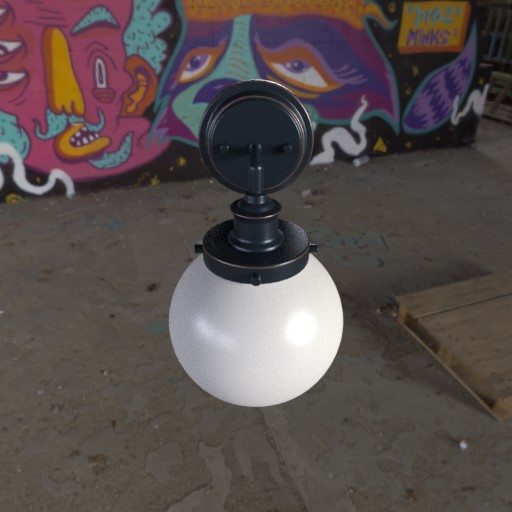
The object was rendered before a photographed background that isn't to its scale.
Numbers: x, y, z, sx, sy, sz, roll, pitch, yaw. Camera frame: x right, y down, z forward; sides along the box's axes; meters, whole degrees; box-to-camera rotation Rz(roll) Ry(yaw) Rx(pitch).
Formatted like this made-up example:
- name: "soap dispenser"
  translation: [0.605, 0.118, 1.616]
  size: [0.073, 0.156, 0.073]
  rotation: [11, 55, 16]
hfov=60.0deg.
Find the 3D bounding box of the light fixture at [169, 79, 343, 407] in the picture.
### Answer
- name: "light fixture"
  translation: [0.000, 0.000, 0.488]
  size: [0.197, 0.332, 0.230]
  rotation: [0, 30, 0]
